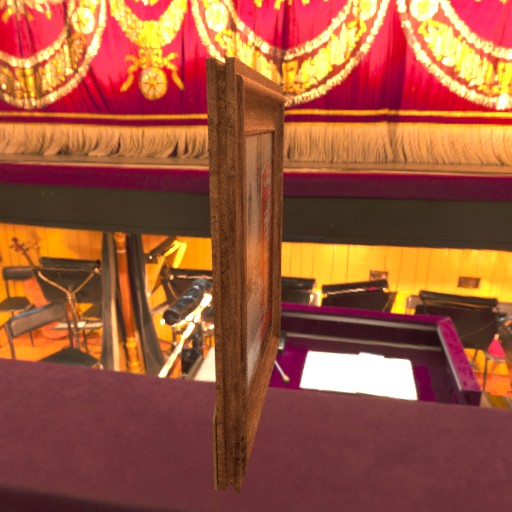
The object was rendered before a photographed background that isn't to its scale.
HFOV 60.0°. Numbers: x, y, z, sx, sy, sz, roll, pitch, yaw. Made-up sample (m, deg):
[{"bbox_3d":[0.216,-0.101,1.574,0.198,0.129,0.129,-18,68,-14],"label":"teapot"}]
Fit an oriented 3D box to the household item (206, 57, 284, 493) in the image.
[{"bbox_3d":[0.000,0.000,0.315,0.018,0.237,0.186,3,17,9],"label":"household item"}]
